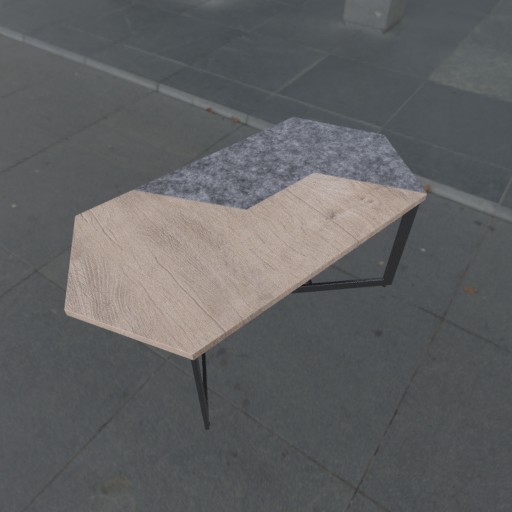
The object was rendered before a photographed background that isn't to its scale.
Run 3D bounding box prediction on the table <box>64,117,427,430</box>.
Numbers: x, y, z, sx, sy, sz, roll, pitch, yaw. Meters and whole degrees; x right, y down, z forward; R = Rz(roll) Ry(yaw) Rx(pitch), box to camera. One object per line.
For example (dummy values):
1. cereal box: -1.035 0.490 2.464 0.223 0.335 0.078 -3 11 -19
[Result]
1. table: 0.000 0.000 1.512 1.219 0.457 0.609 -32 54 -26
